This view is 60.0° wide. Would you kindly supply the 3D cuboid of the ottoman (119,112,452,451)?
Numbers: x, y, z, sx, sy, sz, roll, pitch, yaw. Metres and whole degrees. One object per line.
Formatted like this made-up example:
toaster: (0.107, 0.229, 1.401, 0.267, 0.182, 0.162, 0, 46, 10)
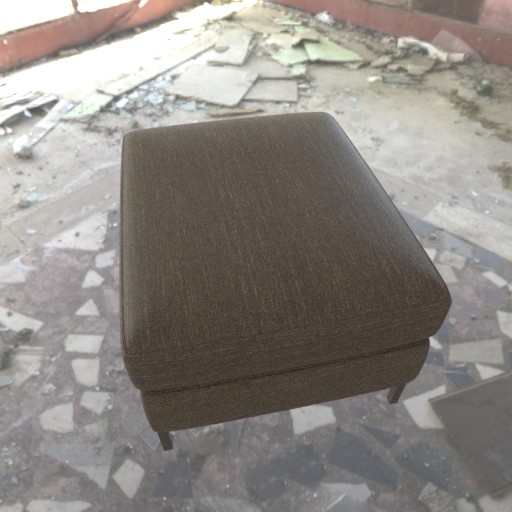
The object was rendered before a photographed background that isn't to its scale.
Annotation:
ottoman: (0.000, 0.000, 1.231, 0.671, 0.490, 0.820, -8, 46, -8)
